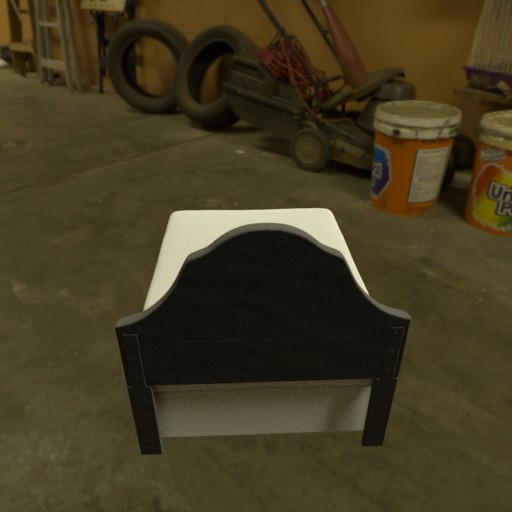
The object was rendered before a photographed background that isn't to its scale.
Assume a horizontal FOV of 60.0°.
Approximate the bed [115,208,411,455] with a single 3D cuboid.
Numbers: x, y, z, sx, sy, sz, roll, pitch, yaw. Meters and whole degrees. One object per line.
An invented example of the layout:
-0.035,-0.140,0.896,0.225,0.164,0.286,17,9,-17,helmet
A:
0.000,0.000,3.312,1.636,1.575,2.155,-1,31,-2,bed
